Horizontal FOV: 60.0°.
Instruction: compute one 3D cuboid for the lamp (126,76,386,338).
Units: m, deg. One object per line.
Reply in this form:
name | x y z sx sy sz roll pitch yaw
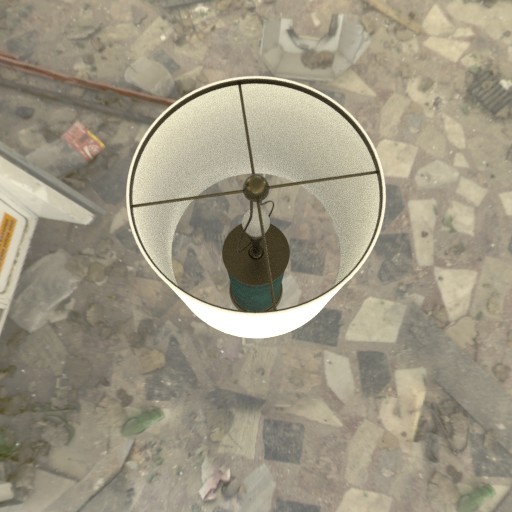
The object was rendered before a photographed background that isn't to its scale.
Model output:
lamp | 0.000 0.000 0.804 0.301 0.630 0.301 36 77 9
